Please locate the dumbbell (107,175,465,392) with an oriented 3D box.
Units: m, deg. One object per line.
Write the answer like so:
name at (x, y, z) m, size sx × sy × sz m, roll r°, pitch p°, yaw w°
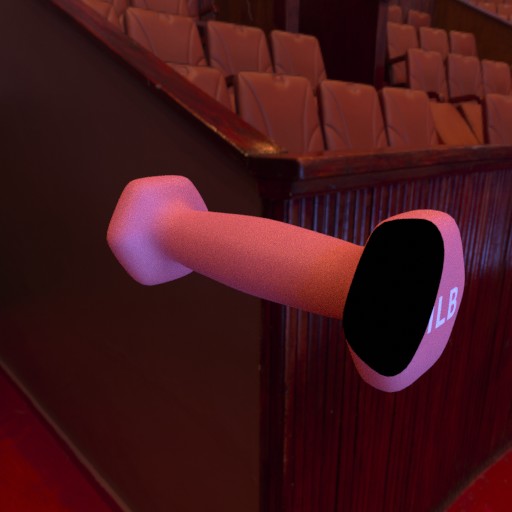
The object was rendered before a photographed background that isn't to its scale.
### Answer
dumbbell at (0.000, 0.000, 0.145) m, size 0.123 × 0.043 × 0.047 m, roll 16°, pitch 23°, yaw 42°
